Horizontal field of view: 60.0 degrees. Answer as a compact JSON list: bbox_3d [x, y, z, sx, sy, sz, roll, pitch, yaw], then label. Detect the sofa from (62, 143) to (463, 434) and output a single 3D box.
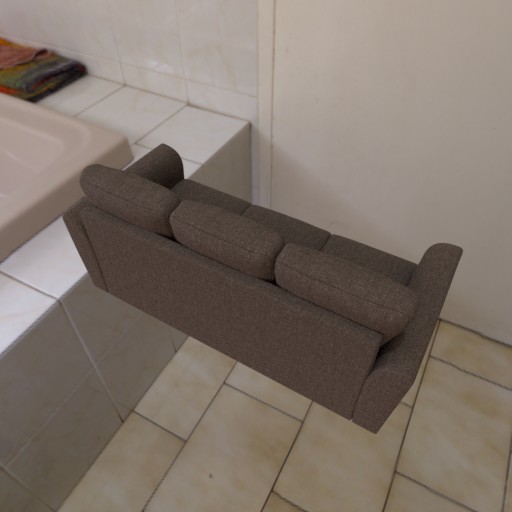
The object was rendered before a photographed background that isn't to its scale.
[{"bbox_3d":[0.000,0.000,2.335,1.847,0.891,0.837,23,50,21],"label":"sofa"}]
